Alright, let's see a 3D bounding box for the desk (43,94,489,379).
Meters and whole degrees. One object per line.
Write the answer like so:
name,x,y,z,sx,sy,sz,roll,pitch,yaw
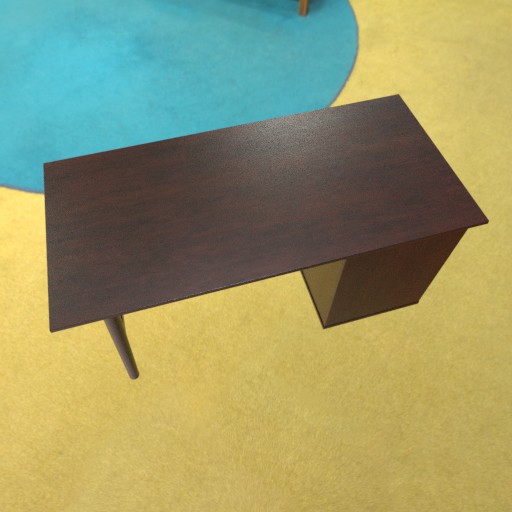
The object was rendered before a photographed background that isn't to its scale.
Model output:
desk,0.000,0.000,1.707,1.277,0.758,0.612,-14,58,-9
